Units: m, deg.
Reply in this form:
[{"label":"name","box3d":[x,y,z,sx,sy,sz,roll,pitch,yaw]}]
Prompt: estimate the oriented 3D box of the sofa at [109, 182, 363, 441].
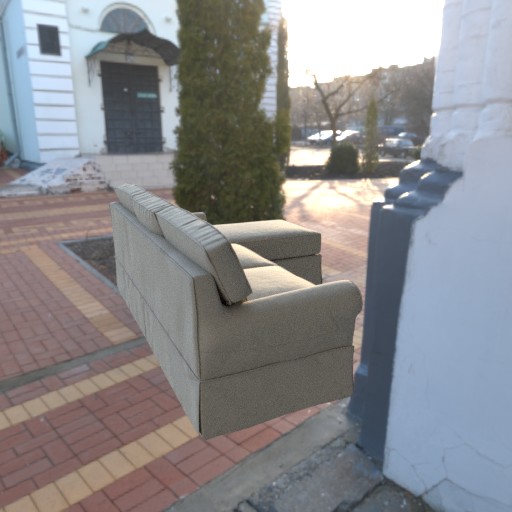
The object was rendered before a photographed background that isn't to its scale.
[{"label":"sofa","box3d":[0.000,0.000,3.310,1.733,0.978,2.475,-7,17,-25]}]
